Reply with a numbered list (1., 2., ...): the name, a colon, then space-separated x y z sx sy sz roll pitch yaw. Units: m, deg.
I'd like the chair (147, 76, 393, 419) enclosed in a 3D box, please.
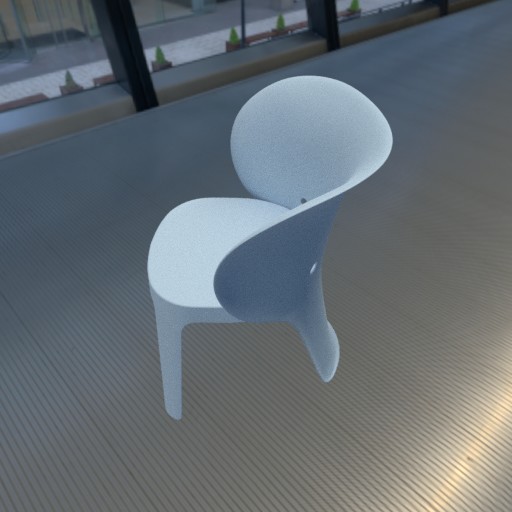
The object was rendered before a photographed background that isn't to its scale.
1. chair: 0.000 0.000 0.854 0.402 0.554 0.451 0 41 1
